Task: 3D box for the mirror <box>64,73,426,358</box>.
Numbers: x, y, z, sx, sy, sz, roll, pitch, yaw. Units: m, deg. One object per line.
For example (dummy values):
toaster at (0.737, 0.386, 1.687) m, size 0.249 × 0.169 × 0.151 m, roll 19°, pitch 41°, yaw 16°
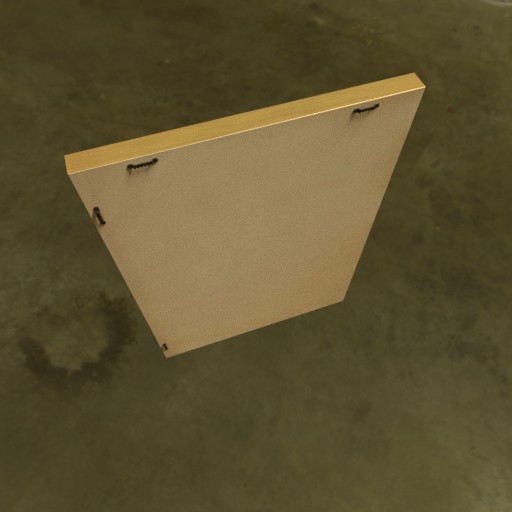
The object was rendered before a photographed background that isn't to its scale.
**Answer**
mirror at (0.000, 0.000, 0.905) m, size 0.507 × 0.710 × 0.039 m, roll -16°, pitch 60°, yaw -10°
